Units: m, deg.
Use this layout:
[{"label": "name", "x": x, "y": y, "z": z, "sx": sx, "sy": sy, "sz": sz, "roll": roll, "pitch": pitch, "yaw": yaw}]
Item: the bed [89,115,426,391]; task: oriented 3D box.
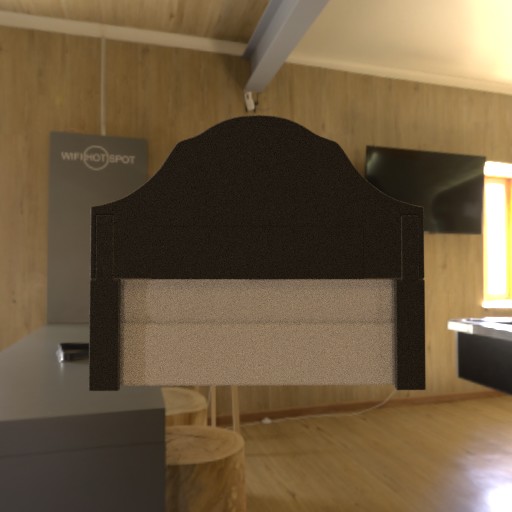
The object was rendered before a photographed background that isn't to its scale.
[{"label": "bed", "x": 0.000, "y": 0.000, "z": 3.690, "sx": 2.008, "sy": 1.615, "sz": 2.214, "roll": 0, "pitch": -1, "yaw": -1}]
